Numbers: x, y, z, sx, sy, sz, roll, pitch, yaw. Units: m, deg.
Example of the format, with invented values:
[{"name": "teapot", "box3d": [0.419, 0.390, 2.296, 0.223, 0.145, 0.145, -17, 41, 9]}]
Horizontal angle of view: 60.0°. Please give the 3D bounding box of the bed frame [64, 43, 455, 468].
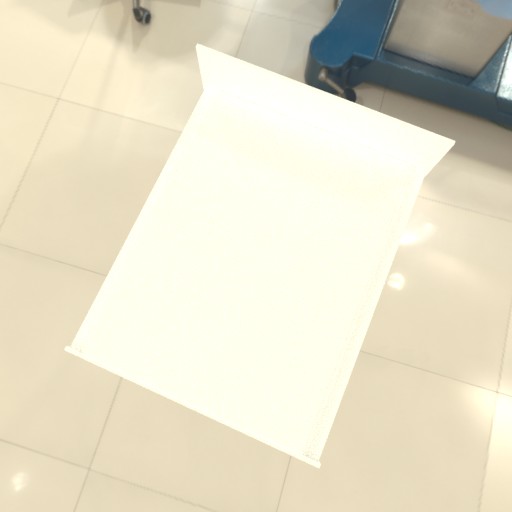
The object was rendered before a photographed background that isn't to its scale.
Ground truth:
[{"name": "bed frame", "box3d": [0.000, 0.000, 2.772, 1.622, 0.800, 1.960, 23, 77, 5]}]
